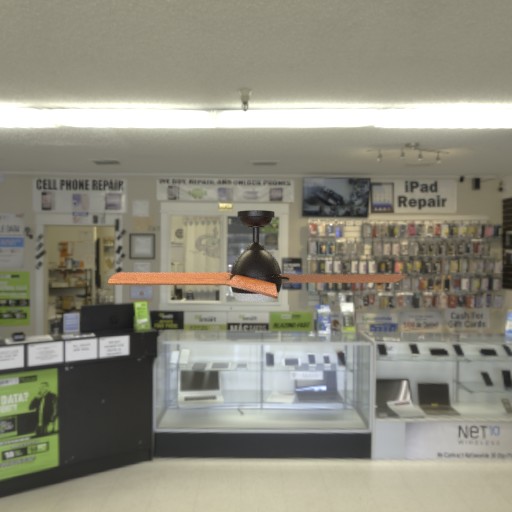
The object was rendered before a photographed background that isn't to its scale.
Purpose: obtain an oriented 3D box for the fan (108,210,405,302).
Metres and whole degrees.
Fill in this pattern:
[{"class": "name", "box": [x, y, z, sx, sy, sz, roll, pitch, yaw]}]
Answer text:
[{"class": "fan", "box": [0.000, 0.000, 2.030, 1.332, 0.403, 1.332, 0, 1, 1]}]
